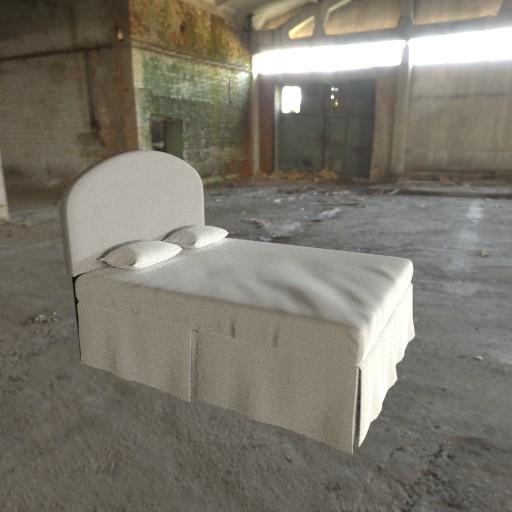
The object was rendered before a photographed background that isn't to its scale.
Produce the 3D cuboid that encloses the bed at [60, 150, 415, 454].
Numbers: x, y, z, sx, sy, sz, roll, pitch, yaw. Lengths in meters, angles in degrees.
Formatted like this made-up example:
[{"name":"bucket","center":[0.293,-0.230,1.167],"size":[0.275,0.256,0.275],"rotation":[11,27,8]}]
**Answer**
[{"name":"bed","center":[0.000,0.000,3.073],"size":[2.005,1.410,1.607],"rotation":[7,16,27]}]
